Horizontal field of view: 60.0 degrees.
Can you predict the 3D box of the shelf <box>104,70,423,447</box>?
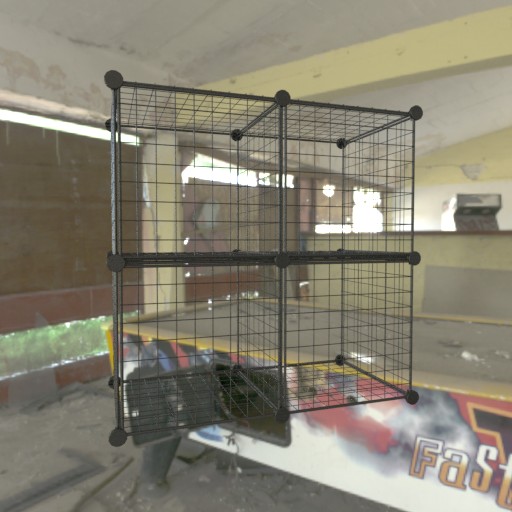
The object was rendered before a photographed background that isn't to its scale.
[{"bbox_3d":[0.000,0.000,1.113,0.711,0.711,0.356,-1,2,-19],"label":"shelf"}]
